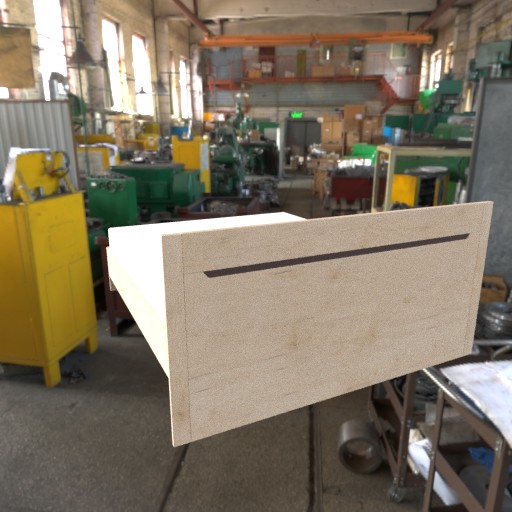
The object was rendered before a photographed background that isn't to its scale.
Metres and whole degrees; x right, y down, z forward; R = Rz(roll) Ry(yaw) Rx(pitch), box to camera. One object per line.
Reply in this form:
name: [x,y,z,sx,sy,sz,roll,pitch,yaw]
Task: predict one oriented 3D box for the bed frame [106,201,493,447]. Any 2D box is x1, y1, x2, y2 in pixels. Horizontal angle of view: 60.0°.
bed frame: [0.000,0.000,2.997,1.800,0.900,2.080,-8,17,-25]
